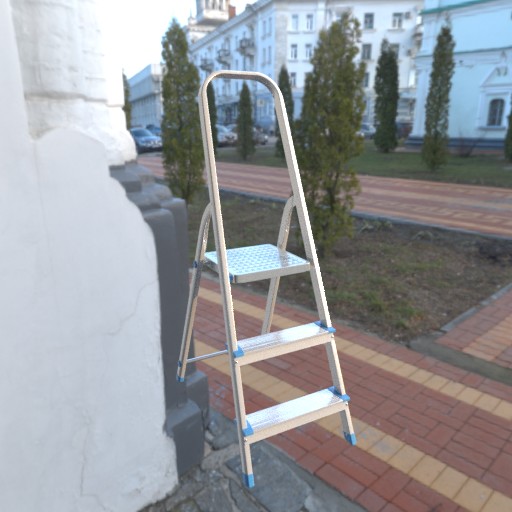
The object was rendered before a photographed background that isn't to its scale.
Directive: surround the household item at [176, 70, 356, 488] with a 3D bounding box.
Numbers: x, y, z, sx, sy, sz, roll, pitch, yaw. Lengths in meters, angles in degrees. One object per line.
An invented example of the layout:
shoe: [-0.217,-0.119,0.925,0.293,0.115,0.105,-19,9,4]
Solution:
household item: [0.000,0.000,1.540,0.420,1.215,0.687,-9,18,-27]
